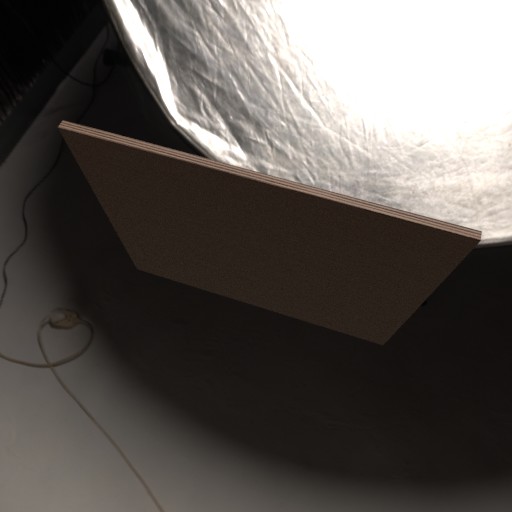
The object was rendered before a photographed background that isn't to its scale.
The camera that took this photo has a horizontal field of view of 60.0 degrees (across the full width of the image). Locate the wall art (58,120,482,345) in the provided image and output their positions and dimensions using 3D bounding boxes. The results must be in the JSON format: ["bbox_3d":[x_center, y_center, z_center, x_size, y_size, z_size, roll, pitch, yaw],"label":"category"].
[{"bbox_3d":[0.000,0.000,0.691,0.508,0.406,0.013,16,64,8],"label":"wall art"}]
